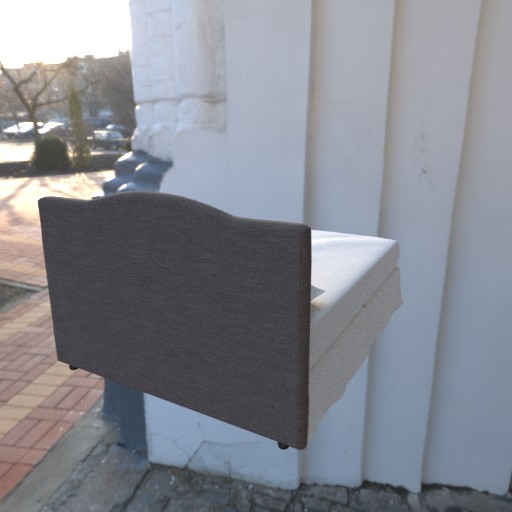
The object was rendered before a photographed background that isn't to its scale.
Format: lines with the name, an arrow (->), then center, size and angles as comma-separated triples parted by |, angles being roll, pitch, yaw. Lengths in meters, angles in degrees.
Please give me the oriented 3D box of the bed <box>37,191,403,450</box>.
bed -> 0.000, 0.000, 3.943 | 2.161, 1.457, 2.689 | 9, 18, 28
